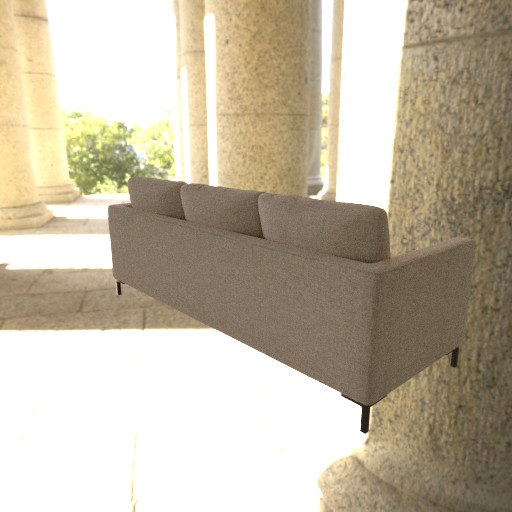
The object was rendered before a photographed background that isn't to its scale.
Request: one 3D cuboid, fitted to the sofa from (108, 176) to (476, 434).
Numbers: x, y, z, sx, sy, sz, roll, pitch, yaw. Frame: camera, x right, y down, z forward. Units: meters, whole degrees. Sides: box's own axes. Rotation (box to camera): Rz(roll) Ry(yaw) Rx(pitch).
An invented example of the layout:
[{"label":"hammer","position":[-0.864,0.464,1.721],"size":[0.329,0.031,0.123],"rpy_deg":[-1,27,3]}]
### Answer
[{"label":"sofa","position":[0.000,0.000,2.666],"size":[0.859,0.874,2.218],"rpy_deg":[-13,20,-40]}]
